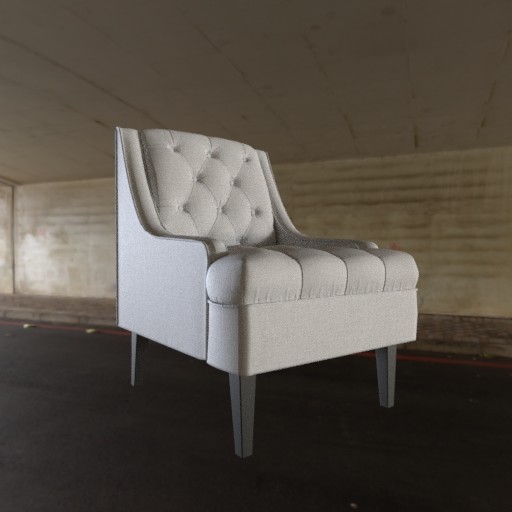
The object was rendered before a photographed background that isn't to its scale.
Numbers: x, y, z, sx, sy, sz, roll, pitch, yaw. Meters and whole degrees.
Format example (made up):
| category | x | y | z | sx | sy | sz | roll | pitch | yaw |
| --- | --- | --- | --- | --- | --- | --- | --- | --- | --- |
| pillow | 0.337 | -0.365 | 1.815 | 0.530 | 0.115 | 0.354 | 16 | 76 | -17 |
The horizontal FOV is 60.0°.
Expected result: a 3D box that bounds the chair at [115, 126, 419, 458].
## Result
| category | x | y | z | sx | sy | sz | roll | pitch | yaw |
| --- | --- | --- | --- | --- | --- | --- | --- | --- | --- |
| chair | 0.000 | 0.000 | 1.399 | 0.658 | 0.891 | 0.772 | -1 | 1 | -37 |
